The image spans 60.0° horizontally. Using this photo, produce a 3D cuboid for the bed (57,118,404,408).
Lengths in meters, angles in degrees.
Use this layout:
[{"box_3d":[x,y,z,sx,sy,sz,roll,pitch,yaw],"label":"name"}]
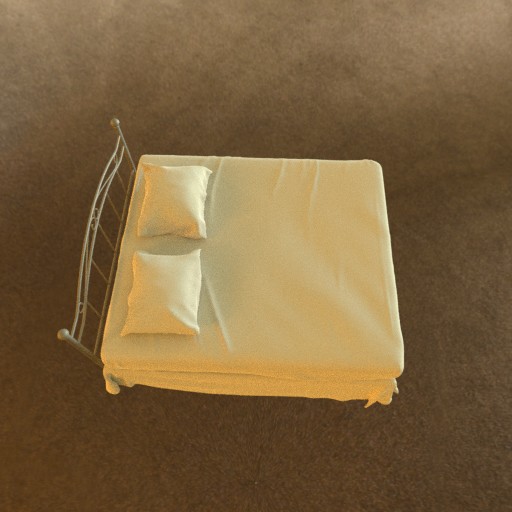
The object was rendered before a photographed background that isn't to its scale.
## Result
[{"box_3d":[0.000,0.000,3.290,2.215,1.080,1.936,2,63,1],"label":"bed"}]
